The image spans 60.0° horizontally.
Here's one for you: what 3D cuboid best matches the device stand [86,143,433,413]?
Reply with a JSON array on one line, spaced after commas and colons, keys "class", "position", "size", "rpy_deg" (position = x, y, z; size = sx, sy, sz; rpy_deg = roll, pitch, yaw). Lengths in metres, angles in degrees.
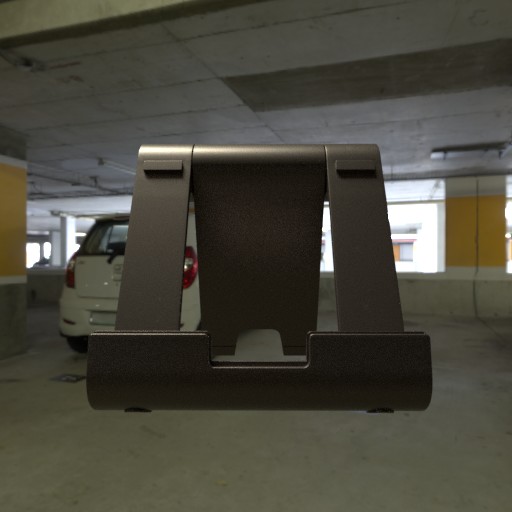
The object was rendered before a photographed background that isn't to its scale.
[{"class": "device stand", "position": [0.000, 0.000, 0.149], "size": [0.088, 0.084, 0.079], "rpy_deg": [0, 0, 0]}]
